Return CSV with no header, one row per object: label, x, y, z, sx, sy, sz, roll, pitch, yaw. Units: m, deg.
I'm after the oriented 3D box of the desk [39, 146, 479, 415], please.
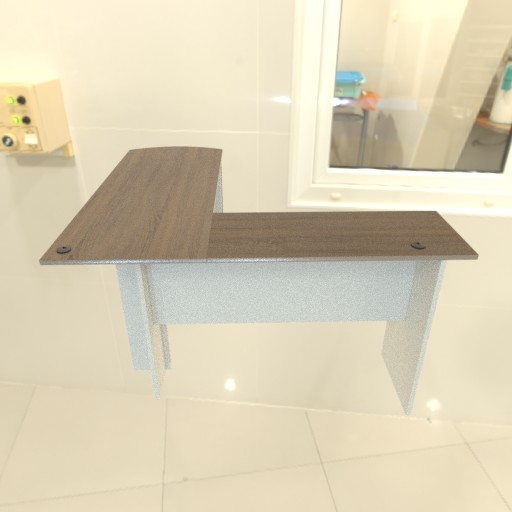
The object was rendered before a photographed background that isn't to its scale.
desk,0.000,0.000,2.111,1.361,0.716,1.303,-1,29,-1
